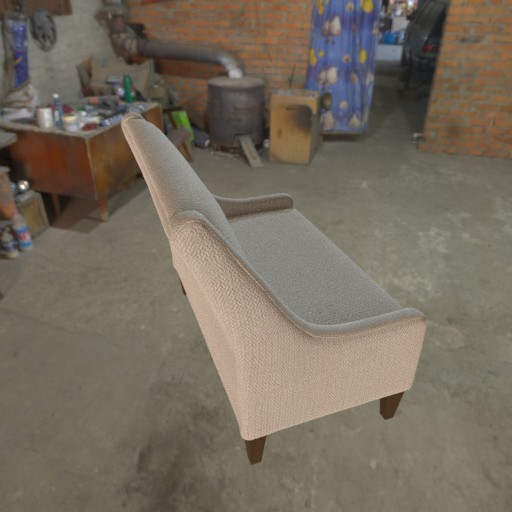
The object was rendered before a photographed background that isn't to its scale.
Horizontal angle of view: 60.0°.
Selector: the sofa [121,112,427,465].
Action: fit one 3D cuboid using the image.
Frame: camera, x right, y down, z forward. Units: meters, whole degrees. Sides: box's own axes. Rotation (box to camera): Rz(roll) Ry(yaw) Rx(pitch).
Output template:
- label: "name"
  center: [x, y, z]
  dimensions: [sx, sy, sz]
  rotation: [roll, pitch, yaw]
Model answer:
- label: "sofa"
  center: [0.000, 0.000, 1.892]
  dimensions: [0.870, 1.022, 1.242]
  rotation: [-11, 32, -17]
